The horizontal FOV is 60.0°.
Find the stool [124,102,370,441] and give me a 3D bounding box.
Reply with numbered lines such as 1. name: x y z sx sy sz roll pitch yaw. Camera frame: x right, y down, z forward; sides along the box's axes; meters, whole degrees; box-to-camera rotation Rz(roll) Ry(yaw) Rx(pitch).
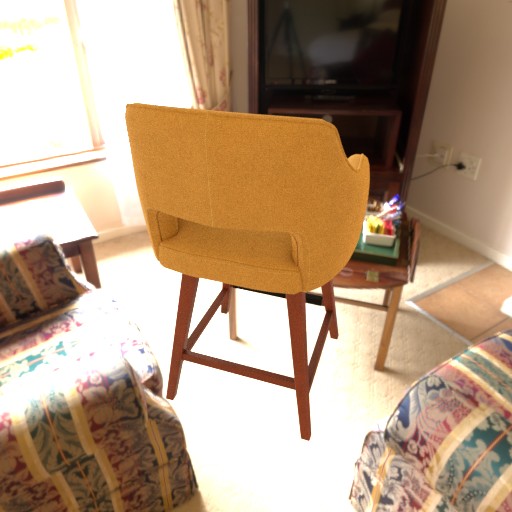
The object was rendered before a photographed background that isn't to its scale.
1. stool: 0.000 0.000 1.248 0.548 0.924 0.558 11 34 16
